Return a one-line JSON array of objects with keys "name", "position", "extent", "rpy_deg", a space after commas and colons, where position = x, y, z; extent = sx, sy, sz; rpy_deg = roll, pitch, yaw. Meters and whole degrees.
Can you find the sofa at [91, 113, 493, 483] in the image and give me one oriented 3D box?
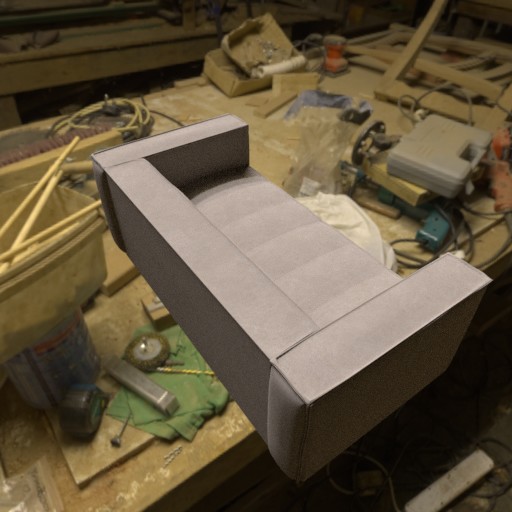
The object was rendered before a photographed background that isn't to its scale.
[{"name": "sofa", "position": [0.000, 0.000, 2.400], "extent": [1.038, 0.680, 1.995], "rpy_deg": [-25, 47, -26]}]
